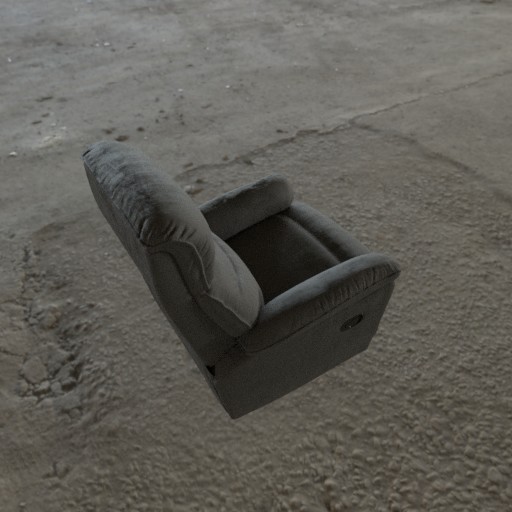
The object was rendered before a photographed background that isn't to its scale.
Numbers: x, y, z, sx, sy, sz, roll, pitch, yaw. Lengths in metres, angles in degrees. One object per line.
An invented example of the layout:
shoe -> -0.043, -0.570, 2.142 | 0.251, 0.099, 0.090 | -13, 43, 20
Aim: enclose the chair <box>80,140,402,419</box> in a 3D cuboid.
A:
chair -> 0.000, 0.000, 1.757 | 1.004, 1.037, 0.820 | -23, 46, -24
